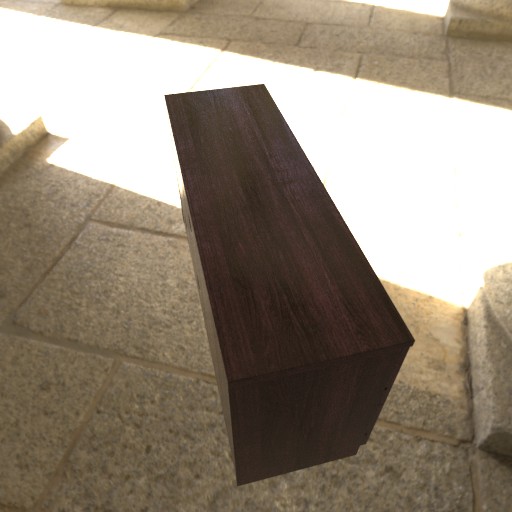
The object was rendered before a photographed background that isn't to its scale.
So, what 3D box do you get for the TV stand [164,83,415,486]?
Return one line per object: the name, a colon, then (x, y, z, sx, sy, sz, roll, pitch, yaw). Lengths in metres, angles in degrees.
TV stand: (0.000, 0.000, 1.480, 0.404, 0.614, 1.192, -10, 47, -10)
